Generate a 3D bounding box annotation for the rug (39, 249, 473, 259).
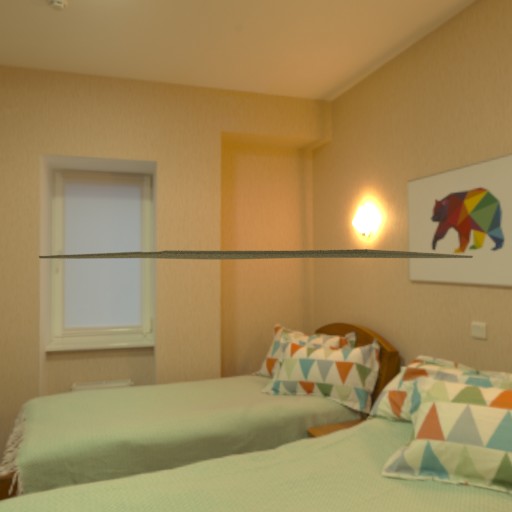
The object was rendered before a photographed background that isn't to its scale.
[{"bbox_3d":[0.000,0.000,4.125,3.237,0.046,2.461,-1,-1,37],"label":"rug"}]
